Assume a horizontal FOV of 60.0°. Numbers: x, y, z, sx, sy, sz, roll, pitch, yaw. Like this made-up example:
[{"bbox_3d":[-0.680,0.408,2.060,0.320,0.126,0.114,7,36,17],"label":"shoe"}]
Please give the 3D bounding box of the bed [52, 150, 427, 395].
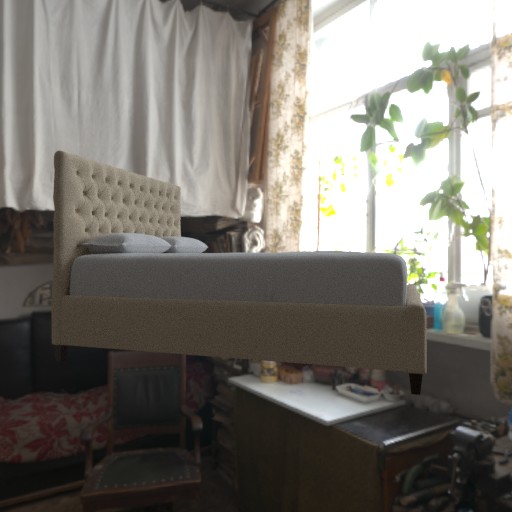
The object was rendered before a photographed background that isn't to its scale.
[{"bbox_3d":[0.000,0.000,3.422,2.387,1.427,1.698,0,0,18],"label":"bed"}]
